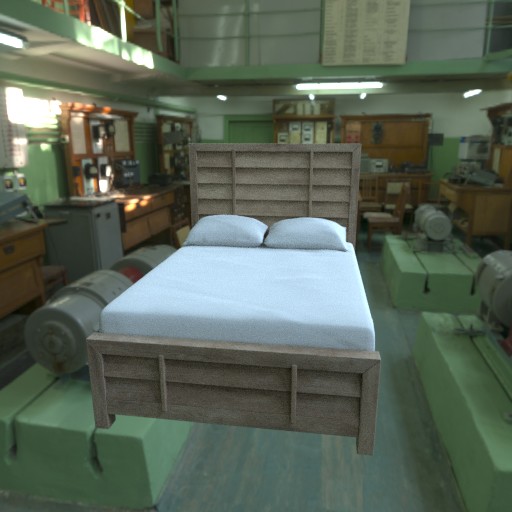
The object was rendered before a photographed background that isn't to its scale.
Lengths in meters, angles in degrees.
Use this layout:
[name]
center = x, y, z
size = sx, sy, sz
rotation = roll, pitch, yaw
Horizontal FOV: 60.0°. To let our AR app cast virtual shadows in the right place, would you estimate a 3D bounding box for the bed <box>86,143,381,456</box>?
[bed]
center = 0.000, 0.000, 3.369
size = 1.626, 1.626, 2.197
rotation = 2, 15, 8
